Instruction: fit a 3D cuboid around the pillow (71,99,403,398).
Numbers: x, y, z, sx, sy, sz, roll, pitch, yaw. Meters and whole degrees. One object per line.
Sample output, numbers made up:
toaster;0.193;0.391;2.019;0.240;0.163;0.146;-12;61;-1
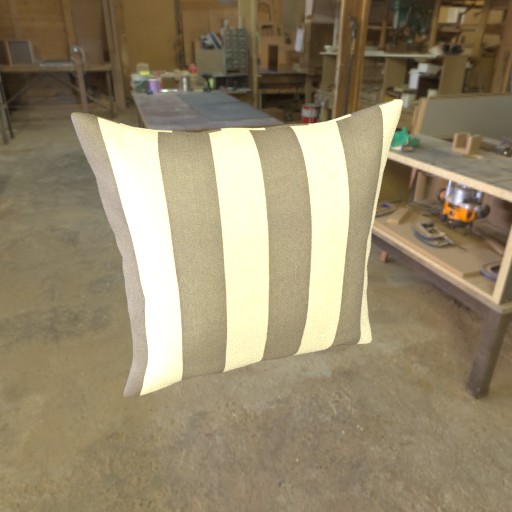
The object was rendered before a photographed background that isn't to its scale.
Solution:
pillow;0.000;0.000;0.777;0.522;0.507;0.192;-8;28;-16
